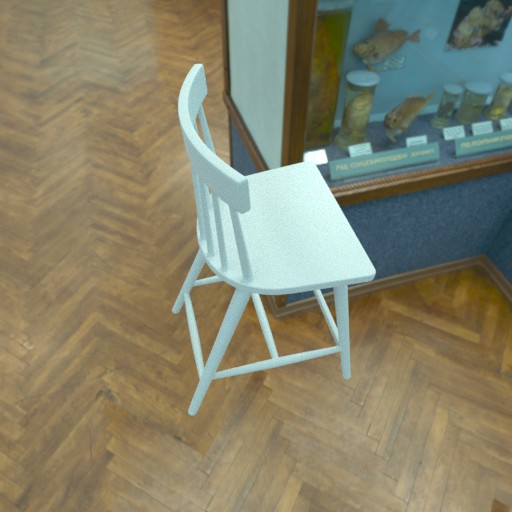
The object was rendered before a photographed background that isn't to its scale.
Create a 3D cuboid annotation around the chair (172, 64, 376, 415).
[{"bbox_3d":[0.000,0.000,1.299,0.572,0.952,0.483,-11,49,-10],"label":"chair"}]
